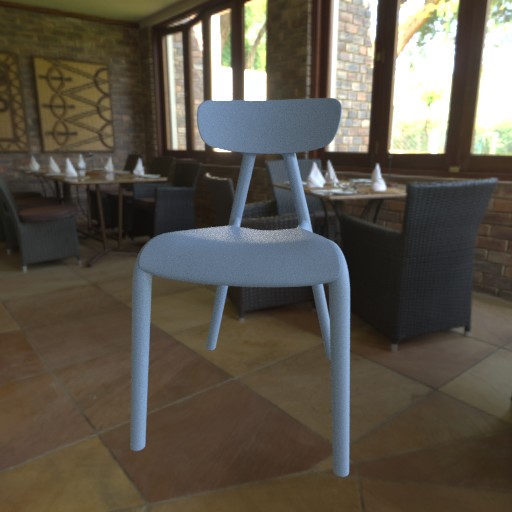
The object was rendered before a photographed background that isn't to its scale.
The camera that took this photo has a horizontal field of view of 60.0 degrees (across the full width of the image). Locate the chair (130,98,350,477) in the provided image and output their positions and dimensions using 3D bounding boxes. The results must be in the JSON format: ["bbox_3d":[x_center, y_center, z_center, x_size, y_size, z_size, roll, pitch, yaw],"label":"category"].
[{"bbox_3d":[0.000,0.000,0.819,0.356,0.580,0.401,2,14,10],"label":"chair"}]
